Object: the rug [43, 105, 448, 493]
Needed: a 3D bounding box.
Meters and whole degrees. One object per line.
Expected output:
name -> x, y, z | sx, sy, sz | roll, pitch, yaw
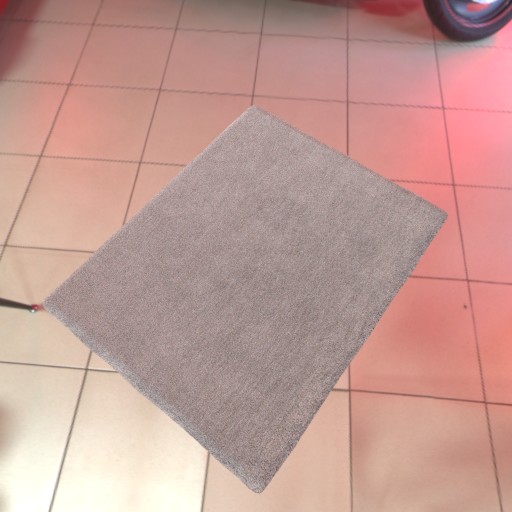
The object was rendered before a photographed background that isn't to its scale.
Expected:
rug -> 0.000, 0.000, 3.899 | 2.332, 0.027, 2.933 | 34, 67, 16
